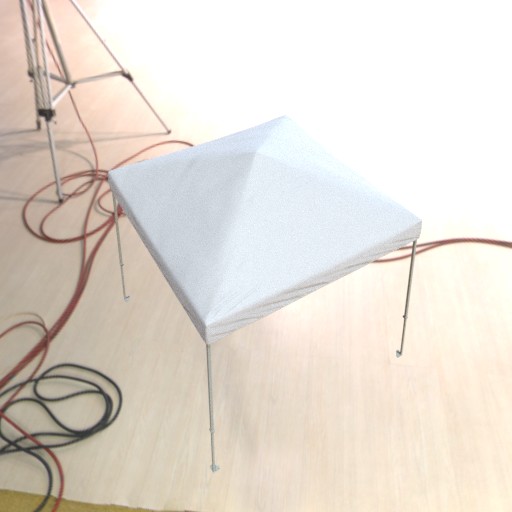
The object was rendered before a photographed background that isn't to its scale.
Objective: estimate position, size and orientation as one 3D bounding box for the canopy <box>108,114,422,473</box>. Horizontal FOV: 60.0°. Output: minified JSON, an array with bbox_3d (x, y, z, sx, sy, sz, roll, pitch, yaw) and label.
[{"bbox_3d":[0.000,0.000,5.202,2.850,2.850,2.849,-24,51,-21],"label":"canopy"}]
